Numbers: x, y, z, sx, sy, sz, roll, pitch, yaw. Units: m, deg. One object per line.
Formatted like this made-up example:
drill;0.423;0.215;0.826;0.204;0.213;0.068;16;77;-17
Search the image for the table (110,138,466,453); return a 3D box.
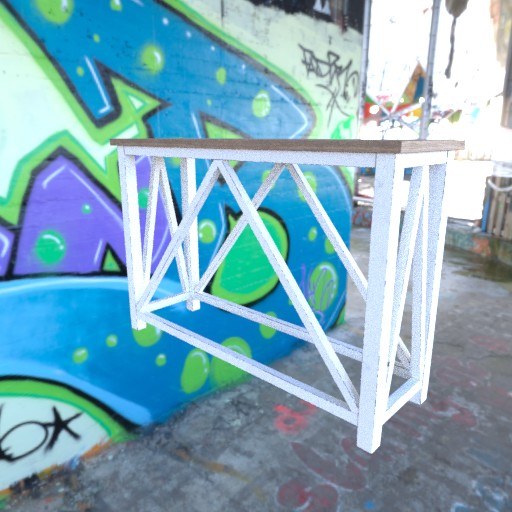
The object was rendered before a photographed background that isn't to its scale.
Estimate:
table;0.000;0.000;1.824;1.400;0.930;0.450;14;20;41
